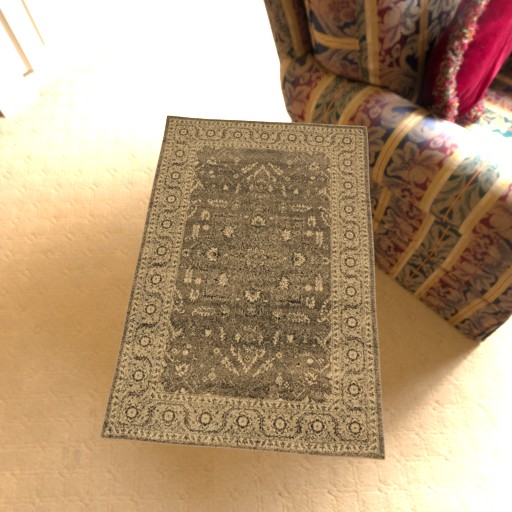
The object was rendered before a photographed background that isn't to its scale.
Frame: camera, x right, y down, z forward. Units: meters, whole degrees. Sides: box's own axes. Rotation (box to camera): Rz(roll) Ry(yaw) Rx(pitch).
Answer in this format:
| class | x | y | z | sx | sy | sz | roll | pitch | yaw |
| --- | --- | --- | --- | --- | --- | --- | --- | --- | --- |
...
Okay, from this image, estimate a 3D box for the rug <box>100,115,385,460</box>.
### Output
| class | x | y | z | sx | sy | sz | roll | pitch | yaw |
| --- | --- | --- | --- | --- | --- | --- | --- | --- | --- |
| rug | 0.000 | 0.000 | 2.267 | 1.209 | 0.019 | 1.828 | 4 | 64 | 2 |
